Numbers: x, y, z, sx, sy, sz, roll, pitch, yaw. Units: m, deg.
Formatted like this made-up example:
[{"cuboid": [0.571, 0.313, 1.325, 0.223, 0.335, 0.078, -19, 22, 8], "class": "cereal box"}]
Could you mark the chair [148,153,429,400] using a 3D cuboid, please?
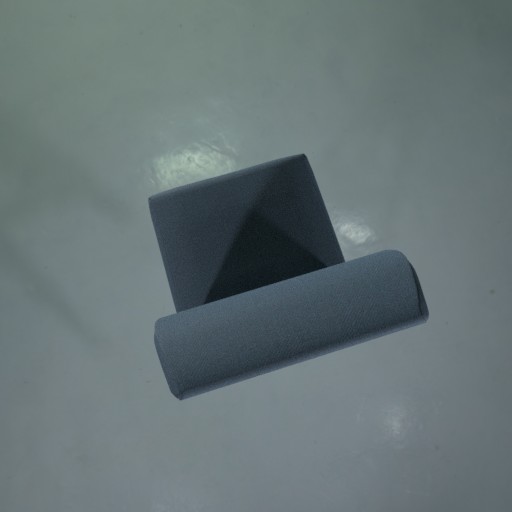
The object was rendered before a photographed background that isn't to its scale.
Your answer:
[{"cuboid": [0.000, 0.000, 1.174, 0.513, 0.804, 0.592, -18, 76, -5], "class": "chair"}]
